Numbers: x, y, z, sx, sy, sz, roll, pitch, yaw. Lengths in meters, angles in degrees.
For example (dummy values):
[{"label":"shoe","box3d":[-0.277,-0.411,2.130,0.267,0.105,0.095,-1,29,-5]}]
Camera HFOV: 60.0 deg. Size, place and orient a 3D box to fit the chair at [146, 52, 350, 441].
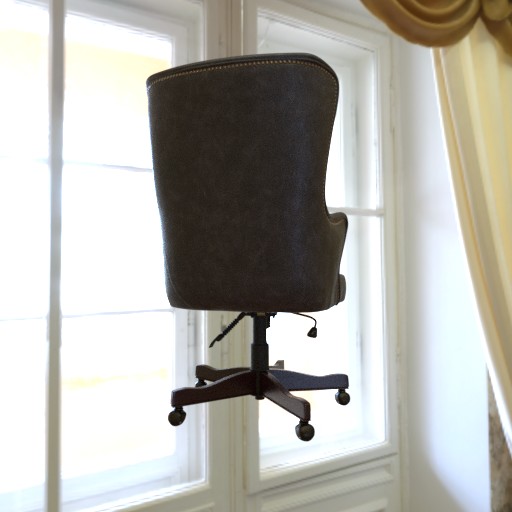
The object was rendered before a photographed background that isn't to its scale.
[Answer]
[{"label":"chair","box3d":[0.000,0.000,1.475,0.594,1.037,0.717,0,-1,17]}]
